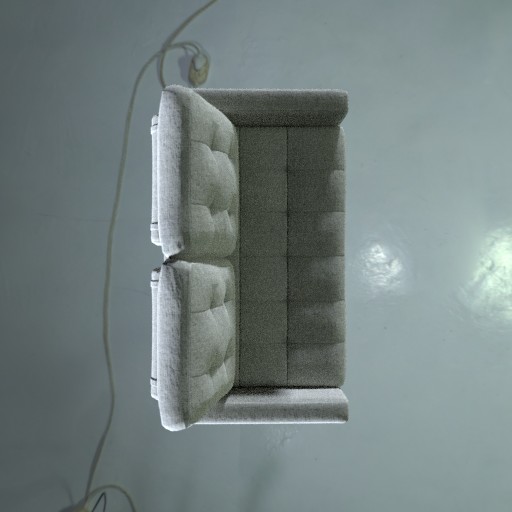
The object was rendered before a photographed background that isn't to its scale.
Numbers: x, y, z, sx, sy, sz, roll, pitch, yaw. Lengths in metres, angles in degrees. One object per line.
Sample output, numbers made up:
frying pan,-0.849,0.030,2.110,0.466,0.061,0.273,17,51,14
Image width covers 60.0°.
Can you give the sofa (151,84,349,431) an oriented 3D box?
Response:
sofa,0.000,0.000,1.965,0.842,0.907,1.407,0,90,-1
